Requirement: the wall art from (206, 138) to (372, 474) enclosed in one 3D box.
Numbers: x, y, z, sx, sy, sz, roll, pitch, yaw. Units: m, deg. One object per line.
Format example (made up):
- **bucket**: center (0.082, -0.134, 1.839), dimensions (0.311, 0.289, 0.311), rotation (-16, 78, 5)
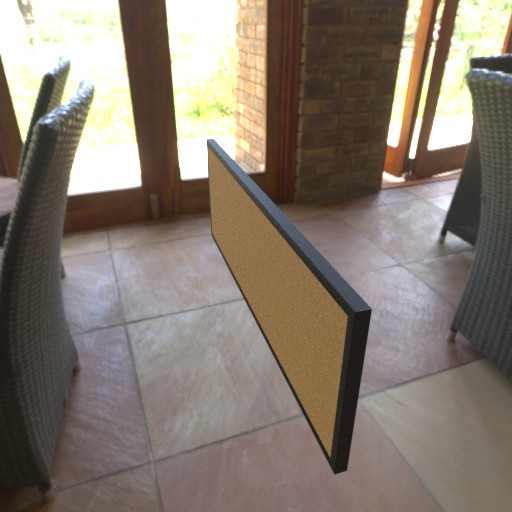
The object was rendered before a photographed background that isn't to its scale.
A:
- **wall art**: center (0.000, 0.000, 1.759), dimensions (0.041, 0.554, 1.572), rotation (-9, 30, -15)
